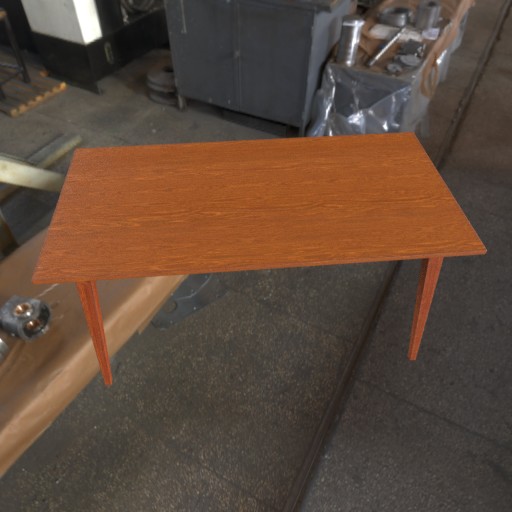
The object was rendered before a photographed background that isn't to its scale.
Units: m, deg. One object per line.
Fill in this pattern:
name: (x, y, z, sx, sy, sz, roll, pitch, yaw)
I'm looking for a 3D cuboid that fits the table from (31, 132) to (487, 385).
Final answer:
table: (0.000, 0.000, 2.105, 1.609, 0.755, 0.811, -4, 47, -4)
